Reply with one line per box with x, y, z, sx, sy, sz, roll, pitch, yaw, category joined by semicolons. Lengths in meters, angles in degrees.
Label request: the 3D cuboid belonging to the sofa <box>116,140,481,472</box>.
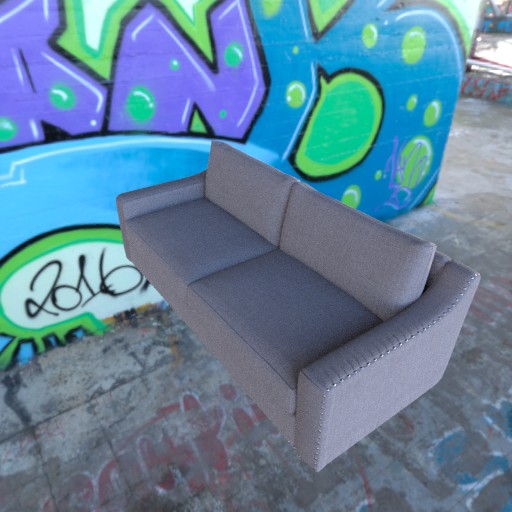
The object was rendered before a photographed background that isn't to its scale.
0.000;0.000;2.708;1.000;0.857;2.208;-21;37;-29;sofa
